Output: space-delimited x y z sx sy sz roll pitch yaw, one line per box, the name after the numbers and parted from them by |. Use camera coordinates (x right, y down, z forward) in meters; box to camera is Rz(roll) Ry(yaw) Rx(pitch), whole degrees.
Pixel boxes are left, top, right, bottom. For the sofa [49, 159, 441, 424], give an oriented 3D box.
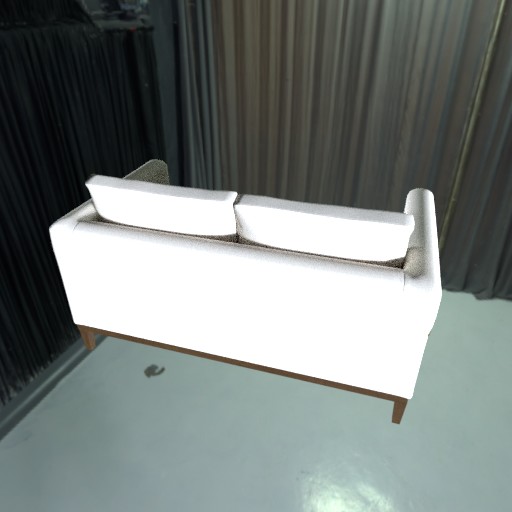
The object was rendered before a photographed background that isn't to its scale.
0.000 0.000 2.163 1.598 0.873 0.905 9 32 15 | sofa
